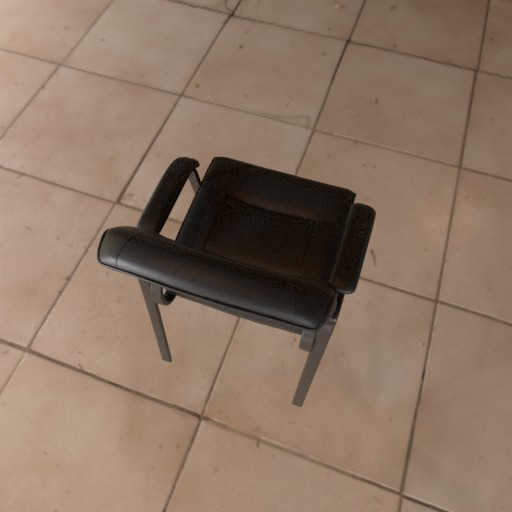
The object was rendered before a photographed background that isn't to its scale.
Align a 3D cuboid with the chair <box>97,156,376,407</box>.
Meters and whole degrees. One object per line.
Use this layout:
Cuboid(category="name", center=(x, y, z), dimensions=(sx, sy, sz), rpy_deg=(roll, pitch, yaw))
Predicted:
Cuboid(category="chair", center=(0.000, 0.000, 1.328), dimensions=(0.591, 0.910, 0.668), rpy_deg=(16, 63, 9))
